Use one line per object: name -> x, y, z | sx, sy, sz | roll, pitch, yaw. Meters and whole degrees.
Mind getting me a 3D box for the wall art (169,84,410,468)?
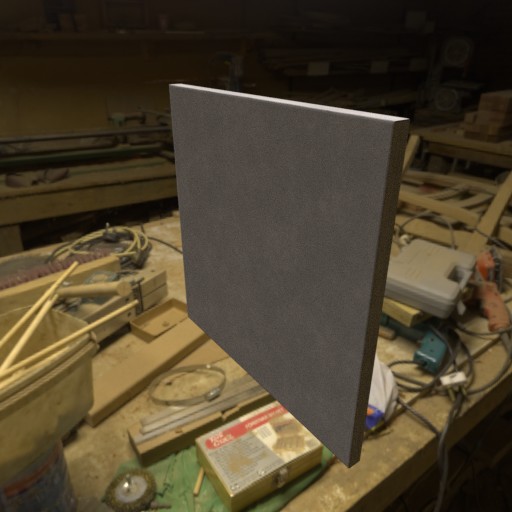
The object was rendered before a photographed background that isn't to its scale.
wall art -> 0.000, 0.000, 0.446 | 0.015, 0.303, 0.303 | -18, 31, -32
